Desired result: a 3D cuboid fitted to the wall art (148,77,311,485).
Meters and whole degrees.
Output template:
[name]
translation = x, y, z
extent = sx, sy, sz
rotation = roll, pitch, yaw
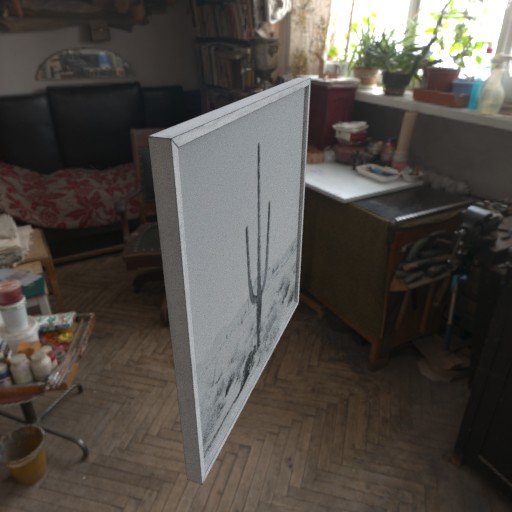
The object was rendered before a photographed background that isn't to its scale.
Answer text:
[wall art]
translation = 0.000, 0.000, 1.120
extent = 0.038, 0.762, 0.762
rotation = 10, 30, 18
